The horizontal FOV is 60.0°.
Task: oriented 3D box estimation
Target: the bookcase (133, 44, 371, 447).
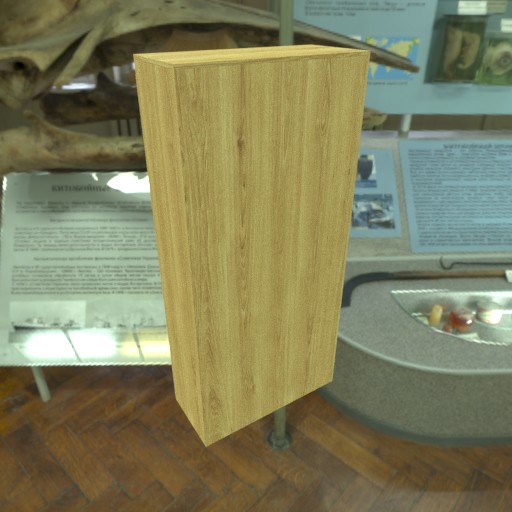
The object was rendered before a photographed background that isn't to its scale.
[{"bbox_3d":[0.000,0.000,2.411,0.950,2.020,0.420,-18,34,-28],"label":"bookcase"}]
